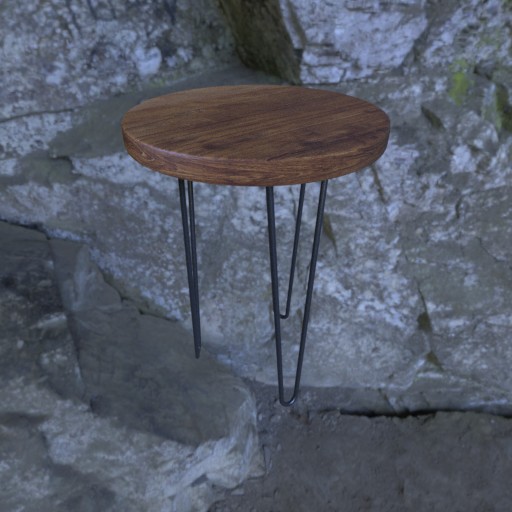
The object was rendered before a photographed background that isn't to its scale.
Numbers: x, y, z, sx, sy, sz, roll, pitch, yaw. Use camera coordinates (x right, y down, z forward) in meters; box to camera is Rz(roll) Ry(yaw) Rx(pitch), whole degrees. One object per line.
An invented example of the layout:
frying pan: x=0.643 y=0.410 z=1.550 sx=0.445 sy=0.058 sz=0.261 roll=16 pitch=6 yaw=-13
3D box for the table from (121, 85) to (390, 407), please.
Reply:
table: x=0.000 y=0.000 z=0.817 sx=0.400 sy=0.520 sz=0.400 roll=0 pitch=33 yaw=0
